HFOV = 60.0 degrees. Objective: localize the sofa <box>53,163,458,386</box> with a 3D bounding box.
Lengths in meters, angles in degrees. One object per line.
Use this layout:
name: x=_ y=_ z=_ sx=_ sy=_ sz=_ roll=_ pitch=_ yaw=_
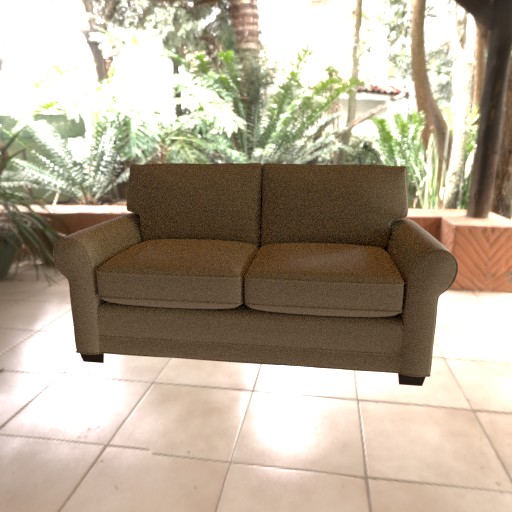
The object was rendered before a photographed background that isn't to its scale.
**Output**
sofa: x=0.000 y=0.000 z=2.319 sx=1.774 sy=0.933 sz=0.861 roll=2 pitch=14 yaw=8
